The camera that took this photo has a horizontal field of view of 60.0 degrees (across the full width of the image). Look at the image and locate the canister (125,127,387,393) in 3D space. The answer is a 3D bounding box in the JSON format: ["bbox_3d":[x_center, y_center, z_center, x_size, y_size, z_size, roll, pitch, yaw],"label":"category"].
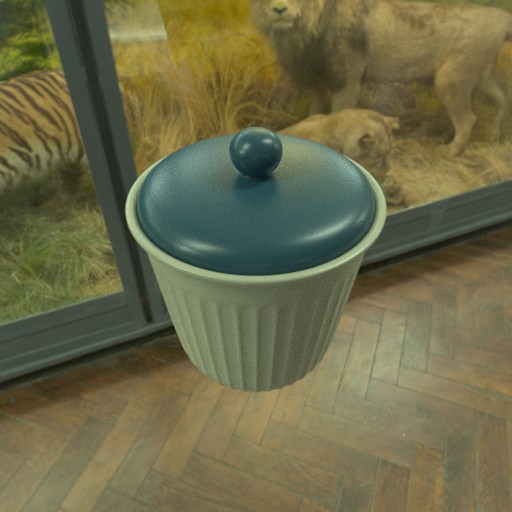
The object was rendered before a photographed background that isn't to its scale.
[{"bbox_3d":[0.000,0.000,0.352,0.181,0.211,0.181,0,41,0],"label":"canister"}]
